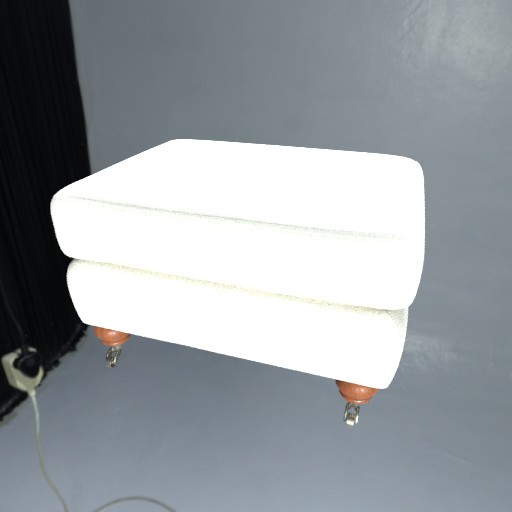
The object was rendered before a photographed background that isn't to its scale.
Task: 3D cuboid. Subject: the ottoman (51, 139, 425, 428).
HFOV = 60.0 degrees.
[{"bbox_3d":[0.000,0.000,1.144,0.773,0.499,0.569,9,28,16],"label":"ottoman"}]
